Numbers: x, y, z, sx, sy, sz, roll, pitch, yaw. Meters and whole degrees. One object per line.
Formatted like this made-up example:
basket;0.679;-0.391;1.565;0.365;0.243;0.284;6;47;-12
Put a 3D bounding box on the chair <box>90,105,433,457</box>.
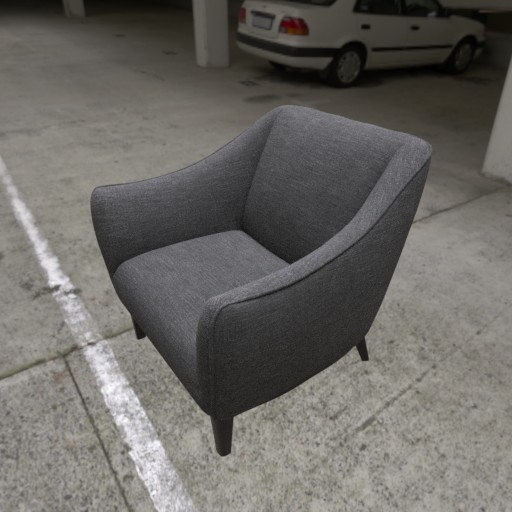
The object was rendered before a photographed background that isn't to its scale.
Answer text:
chair;0.000;0.000;1.528;0.851;0.829;0.870;-19;35;-30
